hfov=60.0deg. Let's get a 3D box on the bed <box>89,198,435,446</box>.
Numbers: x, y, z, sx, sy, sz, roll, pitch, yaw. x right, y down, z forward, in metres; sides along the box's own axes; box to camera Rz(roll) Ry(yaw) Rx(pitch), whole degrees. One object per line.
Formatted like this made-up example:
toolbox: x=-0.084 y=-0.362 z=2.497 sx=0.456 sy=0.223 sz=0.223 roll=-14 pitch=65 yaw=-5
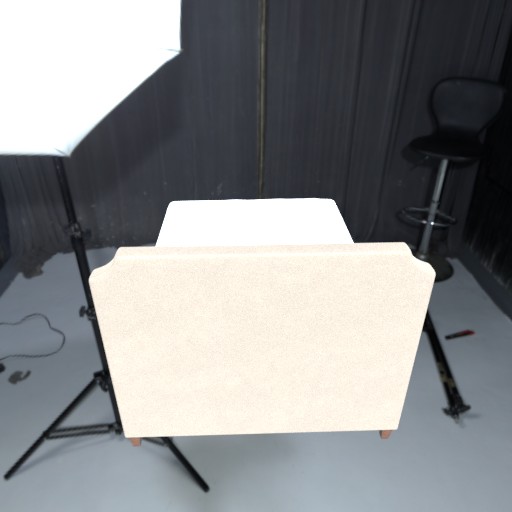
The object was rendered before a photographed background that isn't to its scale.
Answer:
bed: x=0.000 y=0.000 z=3.432 sx=1.703 sy=1.415 sz=2.329 roll=-1 pitch=31 yaw=-2
